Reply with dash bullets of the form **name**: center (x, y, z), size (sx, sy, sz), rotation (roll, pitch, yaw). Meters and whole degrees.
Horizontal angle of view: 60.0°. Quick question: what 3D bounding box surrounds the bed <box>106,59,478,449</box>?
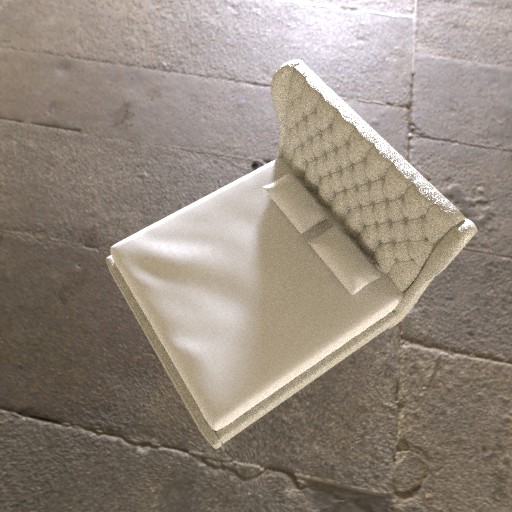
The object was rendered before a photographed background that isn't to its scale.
- **bed**: center (0.000, 0.000, 3.964), size (2.347, 1.771, 2.219), rotation (-30, 66, -15)
